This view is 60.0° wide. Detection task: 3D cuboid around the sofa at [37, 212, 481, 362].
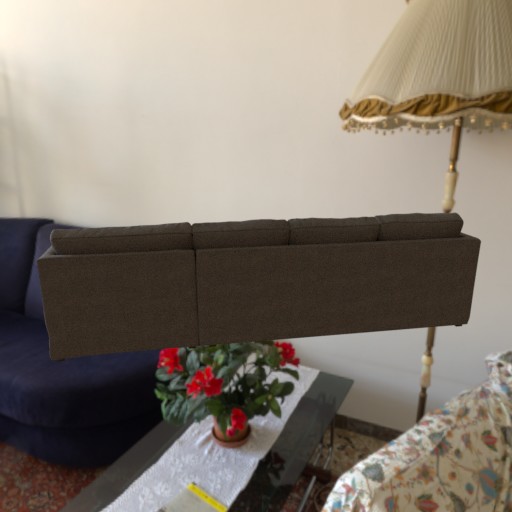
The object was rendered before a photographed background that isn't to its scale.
[{"bbox_3d":[0.000,0.000,3.938,3.205,0.922,1.650,-3,16,-10],"label":"sofa"}]
